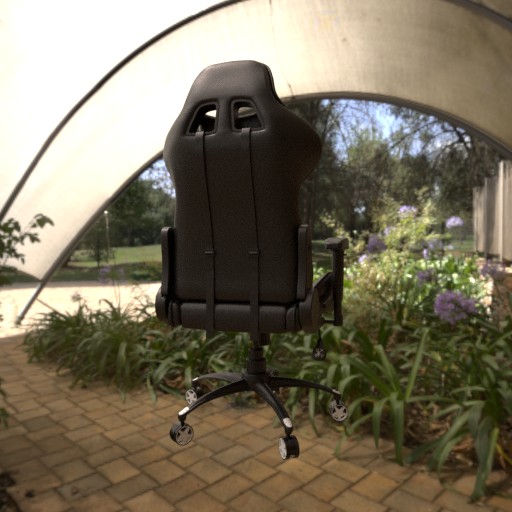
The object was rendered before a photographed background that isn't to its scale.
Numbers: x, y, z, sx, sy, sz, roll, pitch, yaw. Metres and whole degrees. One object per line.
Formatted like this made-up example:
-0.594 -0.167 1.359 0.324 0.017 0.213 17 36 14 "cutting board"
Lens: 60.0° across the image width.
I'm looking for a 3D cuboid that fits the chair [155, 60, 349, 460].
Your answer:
0.000 0.000 1.721 0.730 1.285 0.695 0 1 16 "chair"
